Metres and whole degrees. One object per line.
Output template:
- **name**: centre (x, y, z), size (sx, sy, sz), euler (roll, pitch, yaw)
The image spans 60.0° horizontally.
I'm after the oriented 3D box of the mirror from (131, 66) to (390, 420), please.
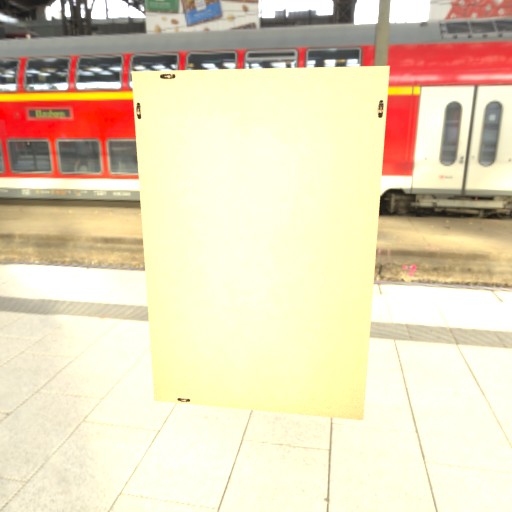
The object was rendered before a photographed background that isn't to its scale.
- **mirror**: centre (0.000, 0.000, 1.170), size (0.609, 0.915, 0.040), euler (2, 16, 8)
